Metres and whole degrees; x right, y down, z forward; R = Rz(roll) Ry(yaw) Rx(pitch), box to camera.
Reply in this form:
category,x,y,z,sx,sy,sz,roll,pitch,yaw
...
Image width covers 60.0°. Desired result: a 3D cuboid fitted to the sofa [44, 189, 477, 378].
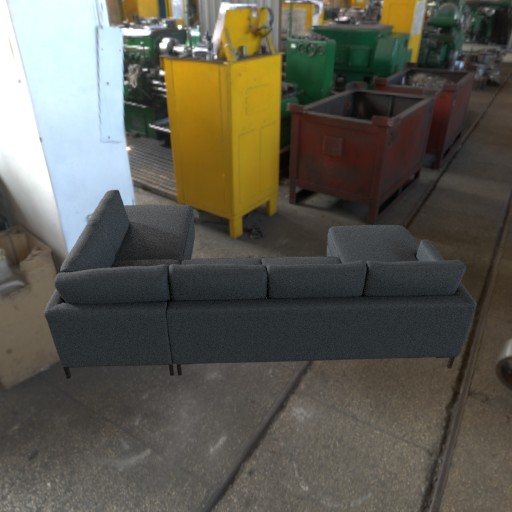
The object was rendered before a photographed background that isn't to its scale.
category,x,y,z,sx,sy,sz,roll,pitch,yaw
sofa,0.000,0.000,3.894,2.975,0.858,1.984,-1,32,-2
